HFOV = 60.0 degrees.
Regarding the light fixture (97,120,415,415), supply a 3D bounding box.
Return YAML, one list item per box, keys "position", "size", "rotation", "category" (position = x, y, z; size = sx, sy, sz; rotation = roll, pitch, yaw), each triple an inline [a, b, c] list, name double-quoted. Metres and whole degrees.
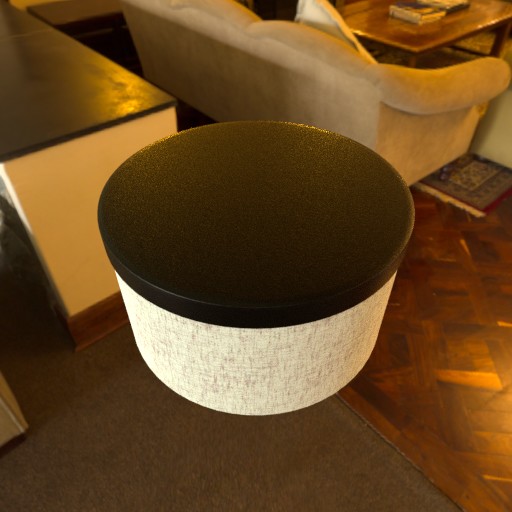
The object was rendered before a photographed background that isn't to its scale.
- position: [0.000, 0.000, 0.637]
  size: [0.389, 0.229, 0.389]
  rotation: [0, 43, 0]
  category: "light fixture"
